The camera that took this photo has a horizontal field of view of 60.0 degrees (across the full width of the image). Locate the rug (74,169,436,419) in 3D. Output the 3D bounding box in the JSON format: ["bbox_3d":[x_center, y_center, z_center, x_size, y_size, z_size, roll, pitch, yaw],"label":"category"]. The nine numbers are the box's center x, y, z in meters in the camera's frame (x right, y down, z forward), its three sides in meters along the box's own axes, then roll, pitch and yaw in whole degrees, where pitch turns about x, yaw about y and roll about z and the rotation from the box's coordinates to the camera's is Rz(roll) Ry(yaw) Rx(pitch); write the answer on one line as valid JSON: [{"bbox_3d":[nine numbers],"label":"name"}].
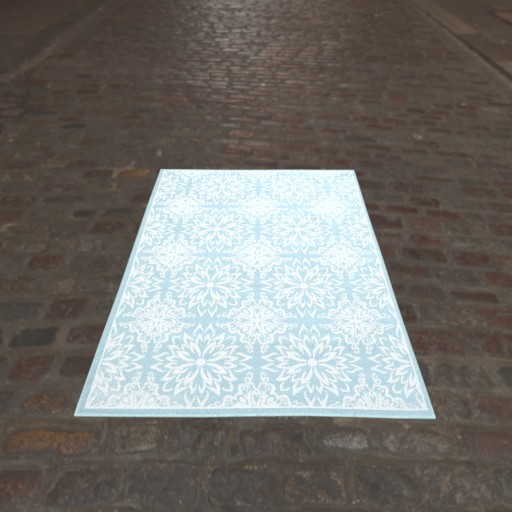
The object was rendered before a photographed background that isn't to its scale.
[{"bbox_3d":[0.000,0.000,2.784,1.589,0.014,2.205,0,40,0],"label":"rug"}]
